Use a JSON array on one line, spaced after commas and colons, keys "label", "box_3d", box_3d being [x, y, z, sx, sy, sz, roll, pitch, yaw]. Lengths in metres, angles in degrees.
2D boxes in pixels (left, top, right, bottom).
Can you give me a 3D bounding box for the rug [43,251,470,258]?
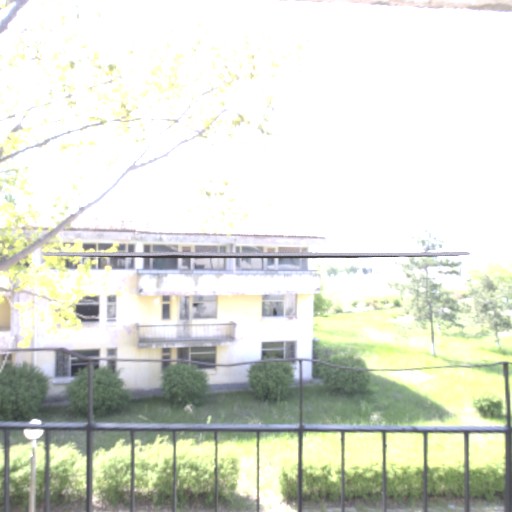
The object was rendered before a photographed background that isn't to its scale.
[{"label": "rug", "box_3d": [0.000, 0.000, 0.884, 0.548, 0.006, 0.639, 0, -1, 0]}]
